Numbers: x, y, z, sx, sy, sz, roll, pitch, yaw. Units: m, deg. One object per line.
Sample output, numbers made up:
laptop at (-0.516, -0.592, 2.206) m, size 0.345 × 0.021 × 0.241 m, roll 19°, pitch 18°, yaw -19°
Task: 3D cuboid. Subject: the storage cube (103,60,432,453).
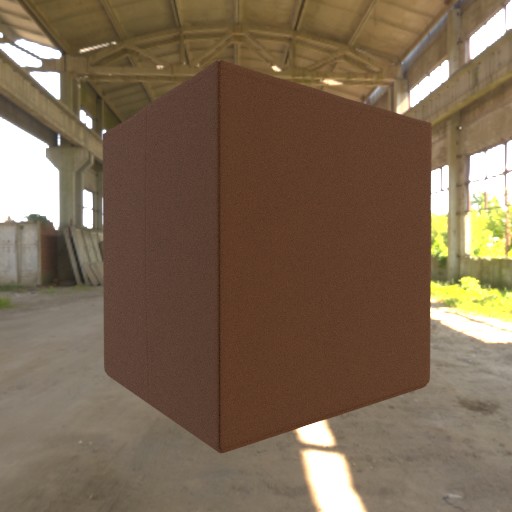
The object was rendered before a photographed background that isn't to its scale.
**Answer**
storage cube at (0.000, 0.000, 0.495) m, size 0.270 × 0.280 × 0.270 m, roll -1°, pitch 1°, yaw -37°
